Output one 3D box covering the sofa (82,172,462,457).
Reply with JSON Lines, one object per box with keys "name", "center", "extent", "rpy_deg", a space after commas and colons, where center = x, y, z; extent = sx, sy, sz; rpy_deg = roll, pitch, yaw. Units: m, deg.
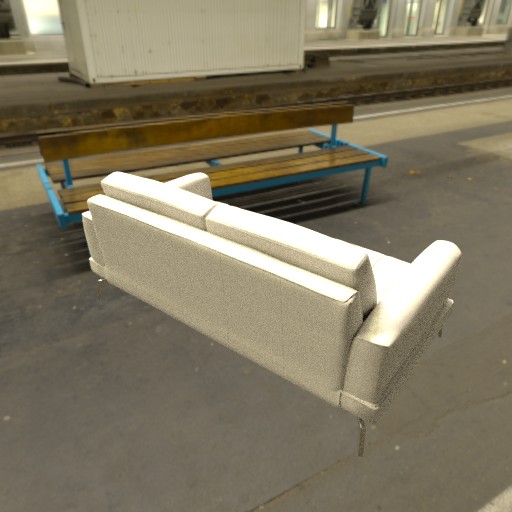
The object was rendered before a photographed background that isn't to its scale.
{"name": "sofa", "center": [0.000, 0.000, 2.752], "extent": [2.177, 0.930, 1.121], "rpy_deg": [21, 35, 33]}
